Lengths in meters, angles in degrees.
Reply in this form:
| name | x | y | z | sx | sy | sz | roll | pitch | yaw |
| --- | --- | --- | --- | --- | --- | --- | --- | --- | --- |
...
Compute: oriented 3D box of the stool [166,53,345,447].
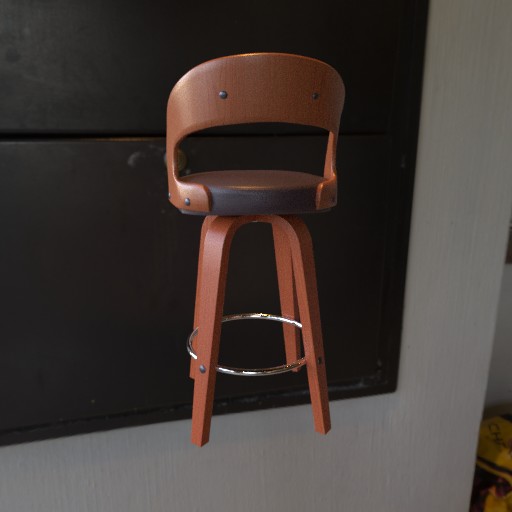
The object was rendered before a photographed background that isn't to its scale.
| name | x | y | z | sx | sy | sz | roll | pitch | yaw |
| --- | --- | --- | --- | --- | --- | --- | --- | --- | --- |
| stool | 0.000 | 0.000 | 1.203 | 0.457 | 0.940 | 0.457 | -2 | 15 | -8 |
